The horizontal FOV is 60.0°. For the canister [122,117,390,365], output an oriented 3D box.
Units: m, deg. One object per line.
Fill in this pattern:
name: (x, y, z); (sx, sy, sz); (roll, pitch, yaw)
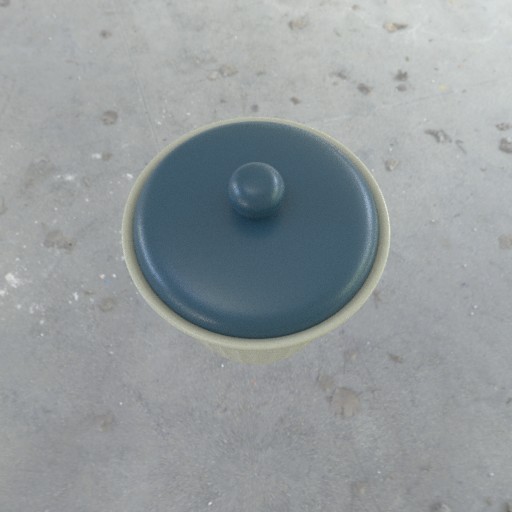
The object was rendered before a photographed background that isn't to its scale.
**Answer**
canister: (0.000, 0.000, 0.353); (0.181, 0.211, 0.181); (0, 64, 0)
